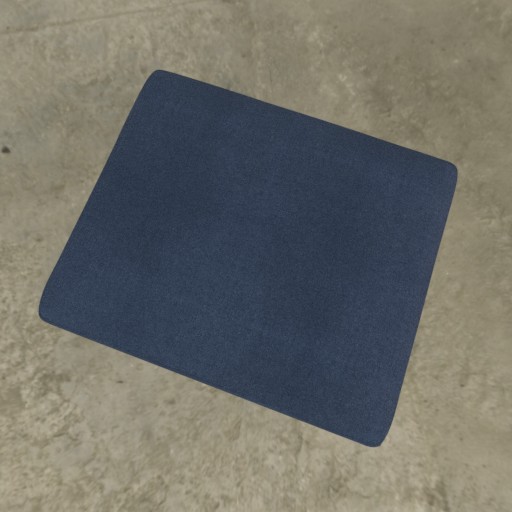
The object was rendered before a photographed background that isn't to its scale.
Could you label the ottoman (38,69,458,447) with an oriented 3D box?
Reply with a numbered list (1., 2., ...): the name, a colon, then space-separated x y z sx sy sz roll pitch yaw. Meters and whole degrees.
1. ottoman: 0.000 0.000 1.194 0.821 0.474 0.693 20 77 5
